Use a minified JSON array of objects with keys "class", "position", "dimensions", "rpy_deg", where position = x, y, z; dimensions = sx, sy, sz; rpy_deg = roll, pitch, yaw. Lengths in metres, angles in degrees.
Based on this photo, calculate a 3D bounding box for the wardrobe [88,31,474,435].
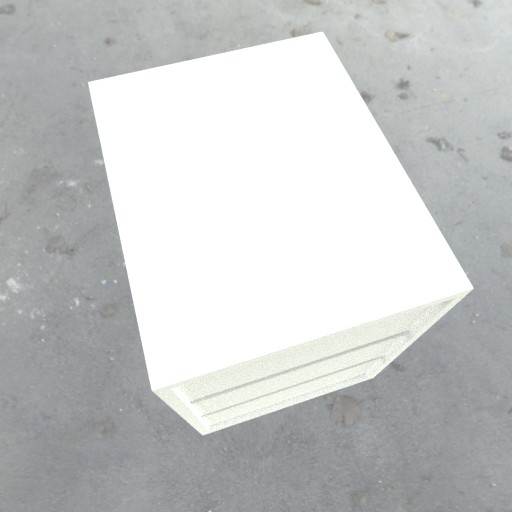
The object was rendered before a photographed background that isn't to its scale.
[{"class":"wardrobe","position":[0.000,0.000,0.853],"dimensions":[0.400,0.520,0.500],"rpy_deg":[-16,64,-8]}]
